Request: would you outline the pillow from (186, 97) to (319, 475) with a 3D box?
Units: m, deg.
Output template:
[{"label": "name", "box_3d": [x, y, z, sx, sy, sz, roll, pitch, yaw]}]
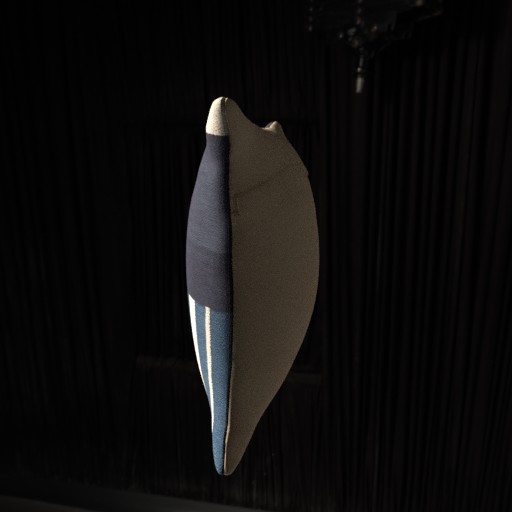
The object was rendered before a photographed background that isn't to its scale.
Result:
[{"label": "pillow", "box_3d": [0.000, 0.000, 0.809, 0.229, 0.506, 0.536, 2, 15, 9]}]
